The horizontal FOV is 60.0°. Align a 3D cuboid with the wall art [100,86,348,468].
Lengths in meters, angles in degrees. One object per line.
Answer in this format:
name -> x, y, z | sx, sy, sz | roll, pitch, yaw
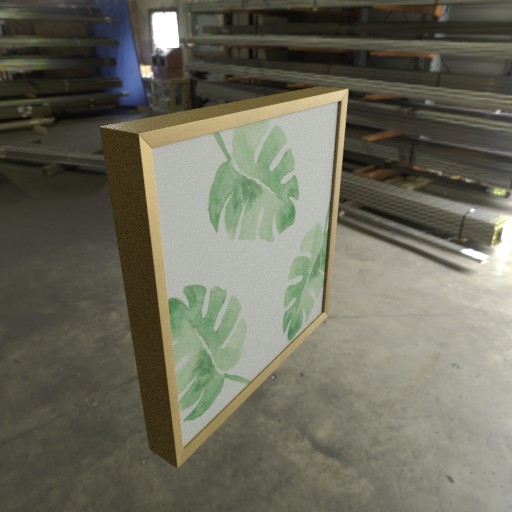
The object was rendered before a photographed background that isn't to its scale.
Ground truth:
wall art -> 0.000, 0.000, 0.462 | 0.038, 0.305, 0.305 | 18, 32, 31
